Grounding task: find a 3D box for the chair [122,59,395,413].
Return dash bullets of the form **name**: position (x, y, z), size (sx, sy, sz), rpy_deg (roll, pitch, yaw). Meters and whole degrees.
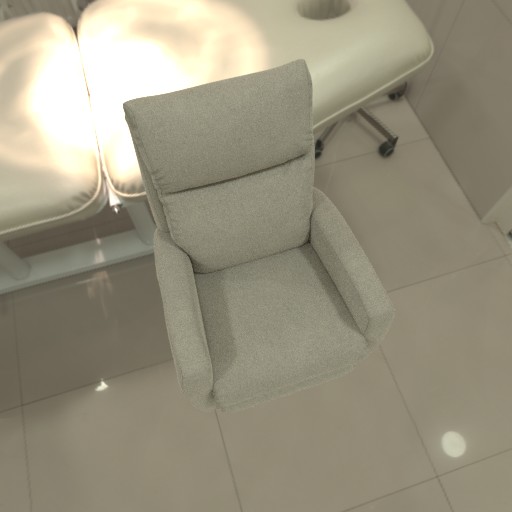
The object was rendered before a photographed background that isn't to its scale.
- **chair**: position (0.000, 0.000, 1.671), size (0.794, 1.021, 0.940), rpy_deg (-16, 66, -7)
